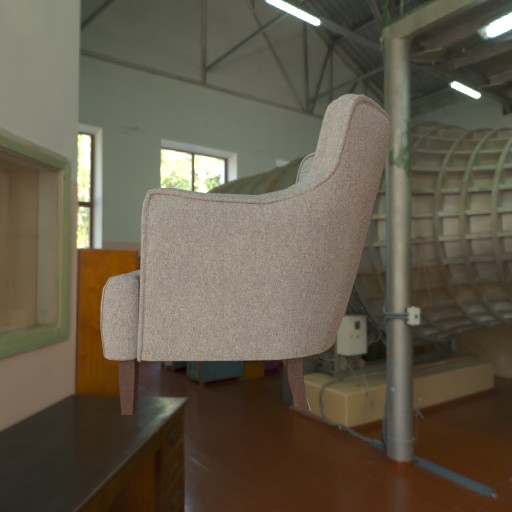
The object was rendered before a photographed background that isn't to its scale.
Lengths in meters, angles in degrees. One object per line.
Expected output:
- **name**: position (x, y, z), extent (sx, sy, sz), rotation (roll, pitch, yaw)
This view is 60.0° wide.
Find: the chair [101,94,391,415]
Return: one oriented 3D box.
- **chair**: position (0.000, 0.000, 1.599), extent (0.910, 0.920, 0.820), rotation (0, -1, -1)
